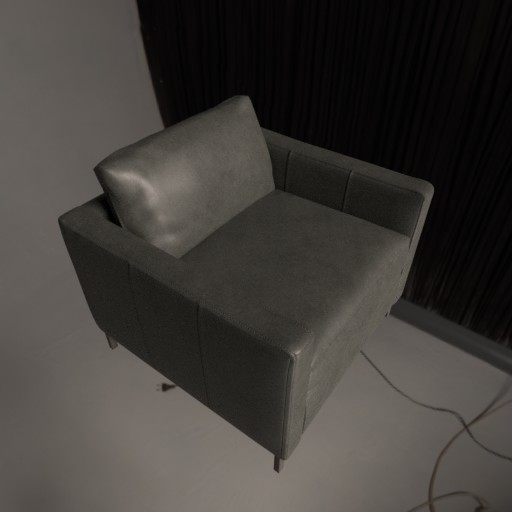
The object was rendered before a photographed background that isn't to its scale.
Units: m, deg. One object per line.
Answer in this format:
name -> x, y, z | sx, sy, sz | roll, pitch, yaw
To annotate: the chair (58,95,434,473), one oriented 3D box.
chair -> 0.000, 0.000, 1.487 | 0.861, 0.824, 0.967 | 26, 47, 27
